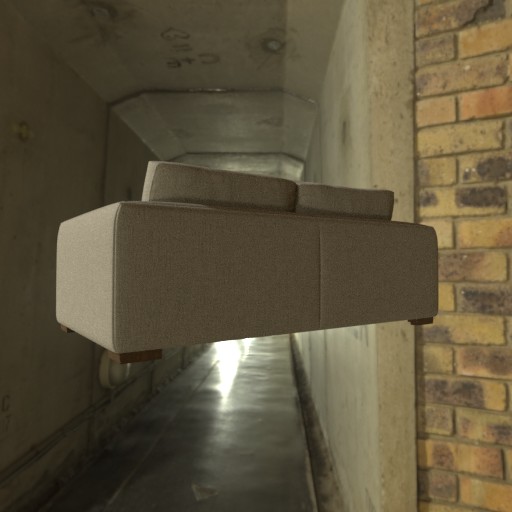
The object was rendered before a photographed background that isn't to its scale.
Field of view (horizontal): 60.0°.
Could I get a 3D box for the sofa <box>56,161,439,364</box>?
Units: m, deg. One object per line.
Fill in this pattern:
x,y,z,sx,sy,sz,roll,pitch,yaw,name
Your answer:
0.000,0.000,2.496,1.920,0.800,1.069,1,-1,-35,sofa
